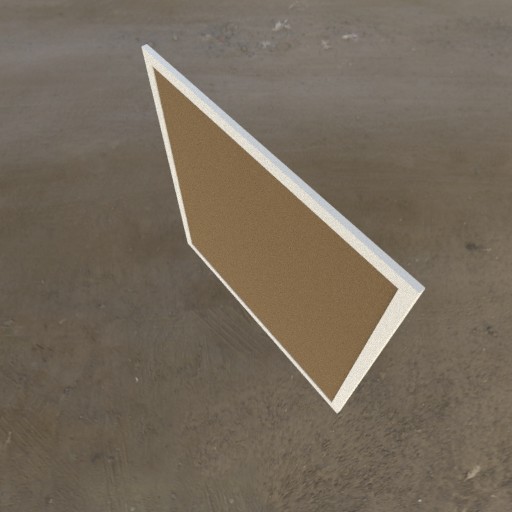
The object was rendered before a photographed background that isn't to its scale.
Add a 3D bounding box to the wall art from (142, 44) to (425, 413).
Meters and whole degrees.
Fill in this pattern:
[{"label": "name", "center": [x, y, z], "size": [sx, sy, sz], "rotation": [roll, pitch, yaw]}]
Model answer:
[{"label": "wall art", "center": [0.000, 0.000, 1.193], "size": [0.015, 0.812, 0.812], "rotation": [-35, 64, -19]}]
